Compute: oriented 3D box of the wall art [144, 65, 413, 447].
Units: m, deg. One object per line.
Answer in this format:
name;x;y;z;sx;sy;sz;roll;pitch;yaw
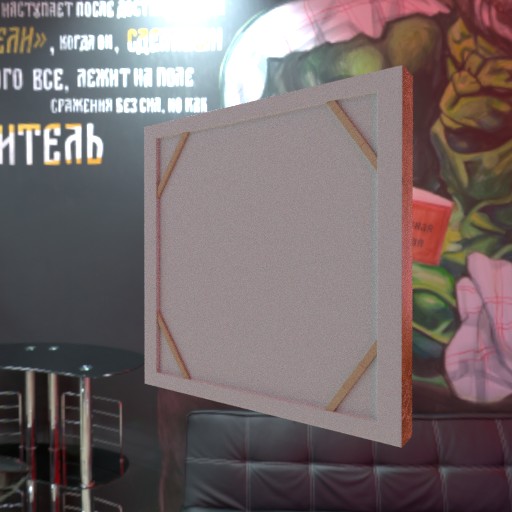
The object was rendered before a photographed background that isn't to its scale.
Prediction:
wall art;0.000;0.000;0.602;0.405;0.407;0.038;0;1;35
